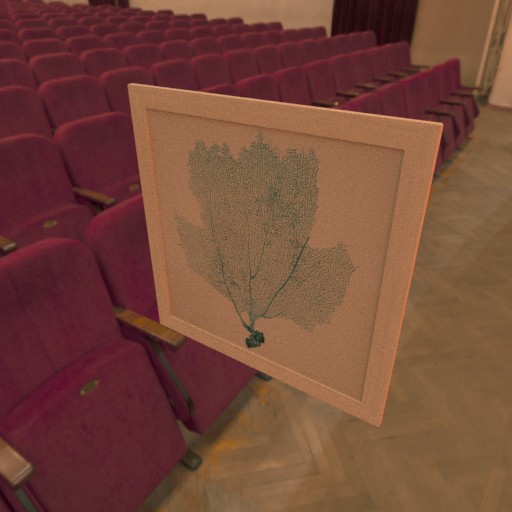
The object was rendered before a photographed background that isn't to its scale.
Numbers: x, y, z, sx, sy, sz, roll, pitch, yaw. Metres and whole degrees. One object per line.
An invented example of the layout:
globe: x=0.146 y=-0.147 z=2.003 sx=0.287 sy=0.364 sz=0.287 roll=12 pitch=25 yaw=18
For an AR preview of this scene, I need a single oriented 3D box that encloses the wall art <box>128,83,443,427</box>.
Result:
wall art: x=0.000 y=0.000 z=0.864 sx=0.584 sy=0.584 sz=0.013 roll=18 pitch=35 yaw=28
